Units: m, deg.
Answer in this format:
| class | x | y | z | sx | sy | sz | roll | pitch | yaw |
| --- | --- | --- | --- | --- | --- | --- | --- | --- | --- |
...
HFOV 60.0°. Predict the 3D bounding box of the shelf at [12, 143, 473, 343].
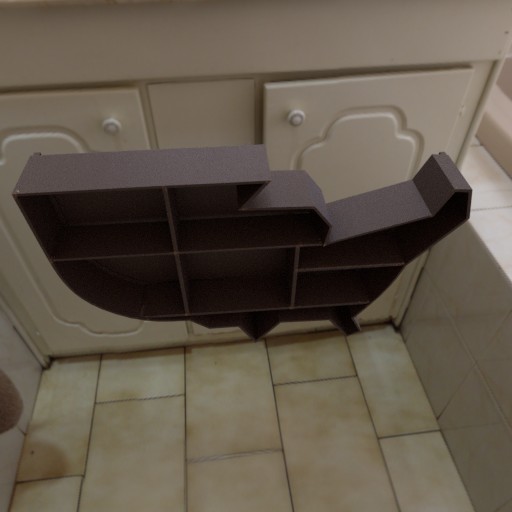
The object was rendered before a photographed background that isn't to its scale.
| class | x | y | z | sx | sy | sz | roll | pitch | yaw |
| --- | --- | --- | --- | --- | --- | --- | --- | --- | --- |
| shelf | 0.000 | 0.000 | 0.866 | 0.729 | 0.439 | 0.112 | -3 | 46 | -3 |
